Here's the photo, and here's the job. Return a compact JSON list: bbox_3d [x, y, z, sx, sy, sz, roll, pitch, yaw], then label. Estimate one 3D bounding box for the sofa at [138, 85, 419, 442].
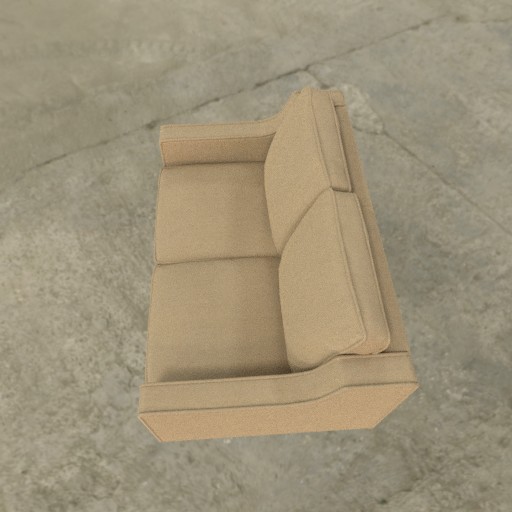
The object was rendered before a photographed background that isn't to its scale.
[{"bbox_3d":[0.000,0.000,2.110,0.987,0.971,1.501,-3,58,-2],"label":"sofa"}]
